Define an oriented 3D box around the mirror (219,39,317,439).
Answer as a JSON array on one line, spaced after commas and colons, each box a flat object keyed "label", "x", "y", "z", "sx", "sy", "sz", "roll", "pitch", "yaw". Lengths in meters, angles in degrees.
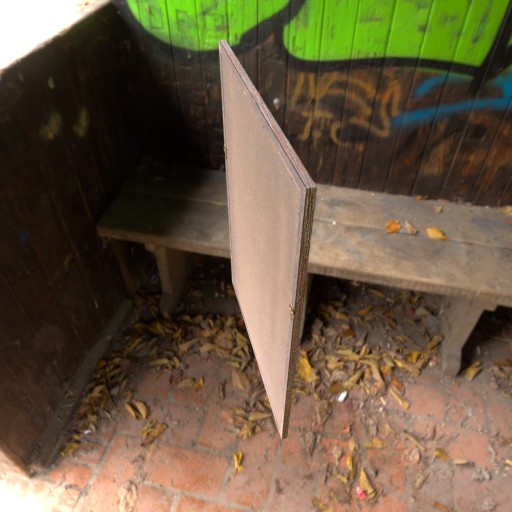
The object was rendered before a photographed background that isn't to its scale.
[{"label": "mirror", "x": 0.000, "y": 0.000, "z": 1.325, "sx": 0.025, "sy": 0.996, "sz": 0.705, "roll": -11, "pitch": 46, "yaw": -11}]
